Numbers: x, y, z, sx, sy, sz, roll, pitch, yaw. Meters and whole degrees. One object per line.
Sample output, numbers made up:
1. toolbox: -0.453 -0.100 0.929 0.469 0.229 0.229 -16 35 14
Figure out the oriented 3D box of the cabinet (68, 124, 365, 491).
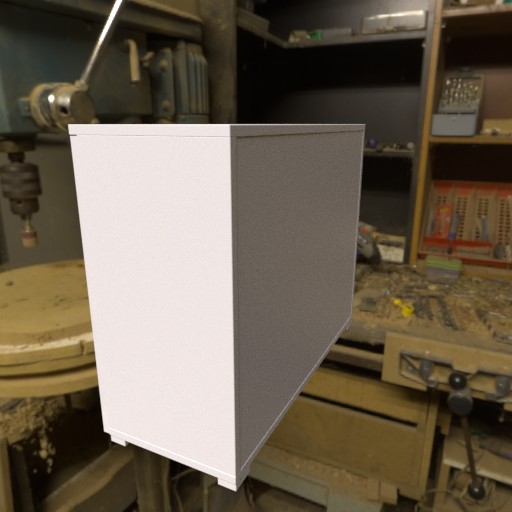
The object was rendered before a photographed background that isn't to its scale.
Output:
1. cabinet: 0.000 0.000 1.406 0.400 0.800 1.000 8 18 25
